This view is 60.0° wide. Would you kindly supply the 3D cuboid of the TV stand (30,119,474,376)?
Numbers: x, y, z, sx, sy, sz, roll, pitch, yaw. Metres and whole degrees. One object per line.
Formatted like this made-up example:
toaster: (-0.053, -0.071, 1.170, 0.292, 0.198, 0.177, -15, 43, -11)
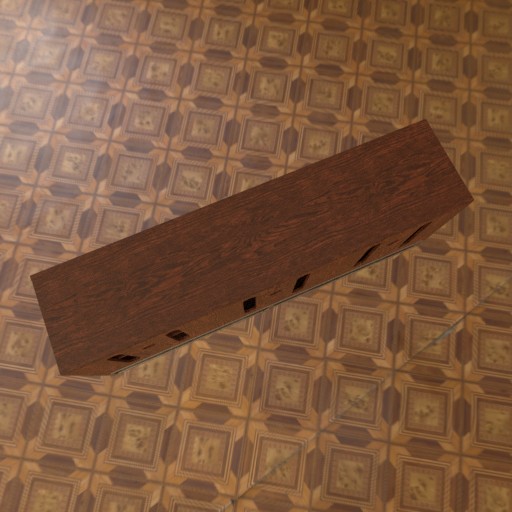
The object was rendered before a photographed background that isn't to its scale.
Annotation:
TV stand: (0.000, 0.000, 1.833, 1.541, 0.578, 0.382, -22, 76, -6)
